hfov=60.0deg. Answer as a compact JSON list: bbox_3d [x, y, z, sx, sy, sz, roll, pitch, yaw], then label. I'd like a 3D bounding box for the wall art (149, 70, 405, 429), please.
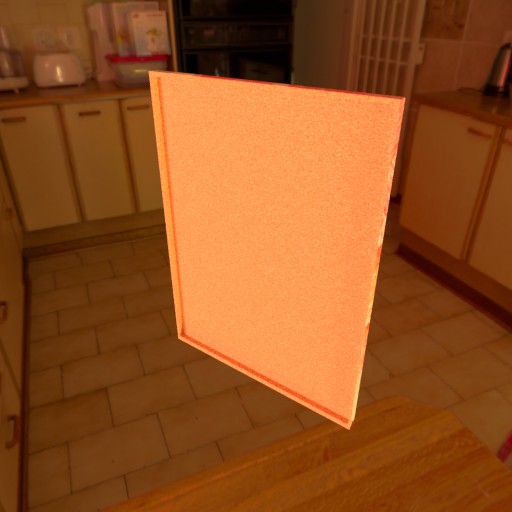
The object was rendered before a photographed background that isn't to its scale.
[{"bbox_3d":[0.000,0.000,1.374,0.762,1.015,0.031,20,35,31],"label":"wall art"}]
